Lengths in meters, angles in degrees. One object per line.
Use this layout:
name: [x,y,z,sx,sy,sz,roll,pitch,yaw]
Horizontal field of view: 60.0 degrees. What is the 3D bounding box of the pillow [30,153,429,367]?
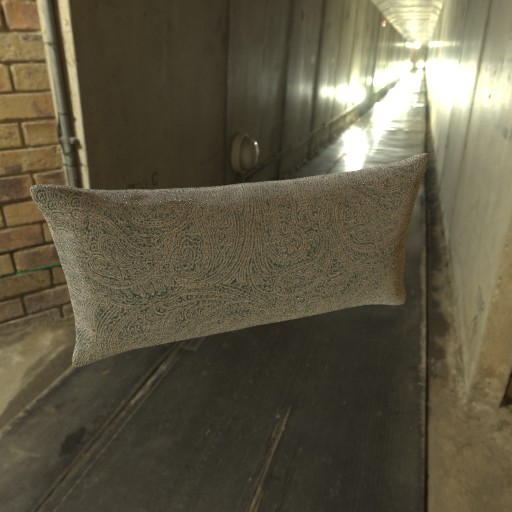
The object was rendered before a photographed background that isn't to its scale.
pillow: [0.000,0.000,0.722,0.615,0.295,0.151,-8,27,-17]
